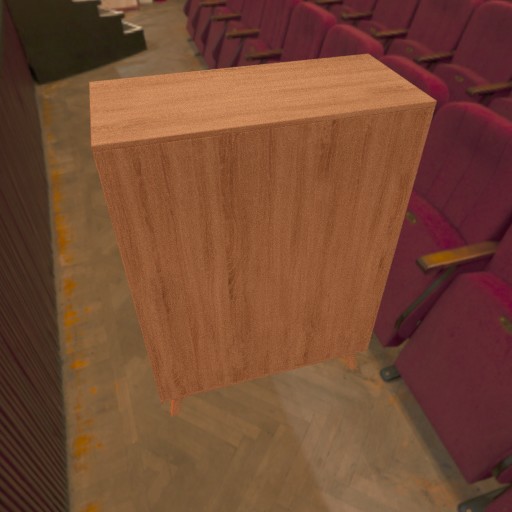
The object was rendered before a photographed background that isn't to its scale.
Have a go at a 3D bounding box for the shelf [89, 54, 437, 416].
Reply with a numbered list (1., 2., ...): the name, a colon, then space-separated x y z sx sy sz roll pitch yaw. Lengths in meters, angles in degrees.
1. shelf: 0.000 0.000 1.851 1.000 1.390 0.450 -11 43 -12
